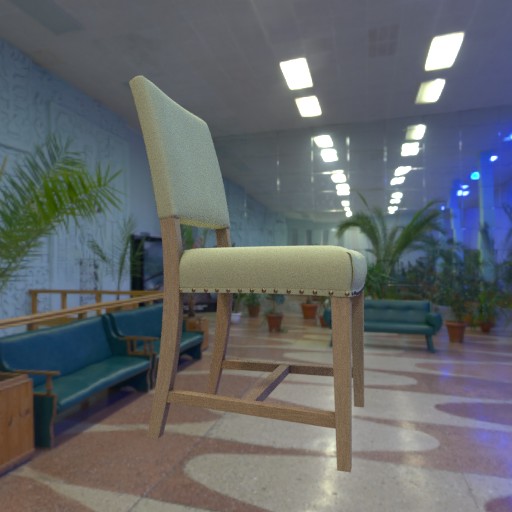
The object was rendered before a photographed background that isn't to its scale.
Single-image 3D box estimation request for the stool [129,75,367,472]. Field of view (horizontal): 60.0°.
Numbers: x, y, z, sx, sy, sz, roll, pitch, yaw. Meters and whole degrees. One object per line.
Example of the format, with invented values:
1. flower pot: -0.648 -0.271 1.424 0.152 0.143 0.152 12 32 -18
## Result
1. stool: 0.000 0.000 1.332 0.623 0.986 0.508 0 -1 17
